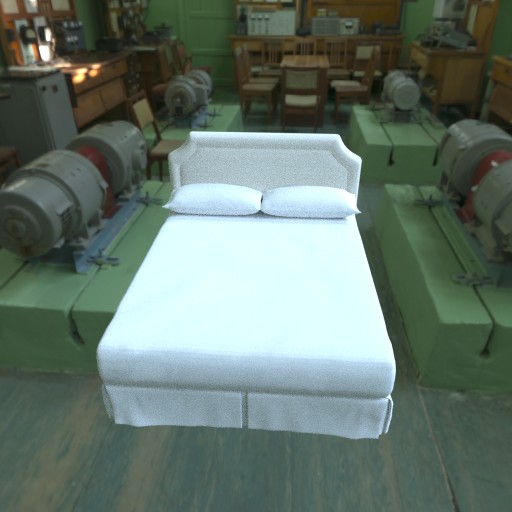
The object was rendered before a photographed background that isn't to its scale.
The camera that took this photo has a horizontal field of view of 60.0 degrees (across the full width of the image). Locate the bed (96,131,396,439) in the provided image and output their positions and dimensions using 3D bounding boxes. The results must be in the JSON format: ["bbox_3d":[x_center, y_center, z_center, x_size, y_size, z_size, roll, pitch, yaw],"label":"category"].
[{"bbox_3d":[0.000,0.000,3.950,2.134,1.524,2.548,2,31,3],"label":"bed"}]
